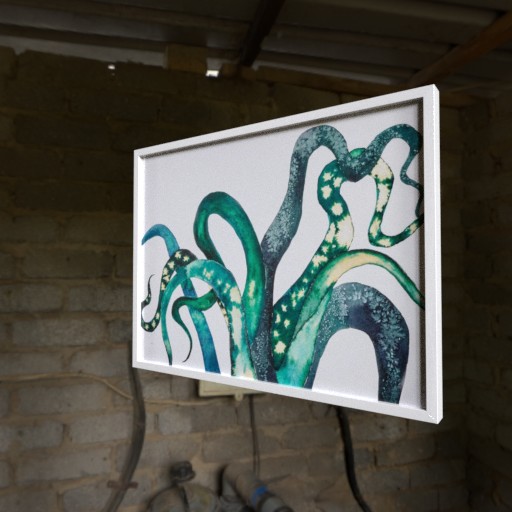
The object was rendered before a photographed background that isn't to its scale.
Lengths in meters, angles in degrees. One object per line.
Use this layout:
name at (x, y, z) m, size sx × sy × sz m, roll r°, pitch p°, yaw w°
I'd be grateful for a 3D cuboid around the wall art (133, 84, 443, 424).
wall art at (0.000, 0.000, 1.339) m, size 1.041 × 0.787 × 0.053 m, roll -1°, pitch -2°, yaw 34°
